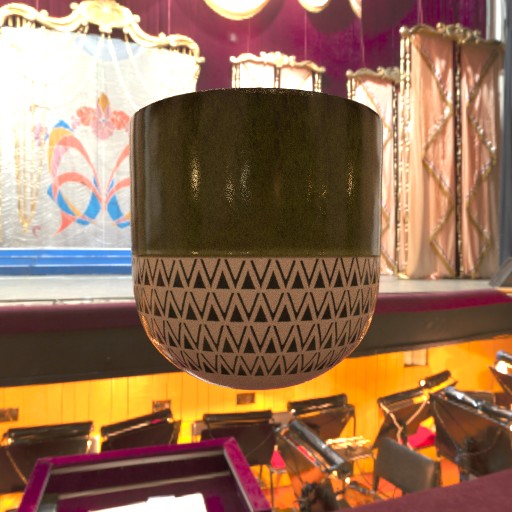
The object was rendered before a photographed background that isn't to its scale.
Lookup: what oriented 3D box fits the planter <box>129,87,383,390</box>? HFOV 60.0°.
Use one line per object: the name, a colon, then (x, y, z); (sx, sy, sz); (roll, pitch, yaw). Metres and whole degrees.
planter: (0.000, 0.000, 0.483); (0.266, 0.270, 0.266); (0, 0, 0)
